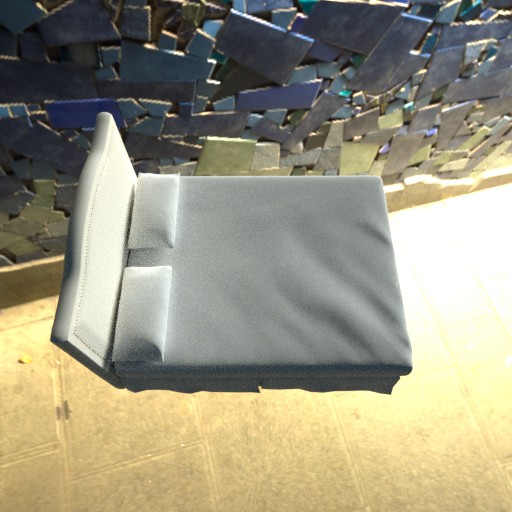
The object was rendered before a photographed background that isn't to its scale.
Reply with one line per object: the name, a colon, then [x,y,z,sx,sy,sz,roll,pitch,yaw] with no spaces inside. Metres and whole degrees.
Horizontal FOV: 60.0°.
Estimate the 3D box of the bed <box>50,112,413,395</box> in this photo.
bed: [0.000,0.000,3.376,2.282,1.436,1.821,0,63,0]
